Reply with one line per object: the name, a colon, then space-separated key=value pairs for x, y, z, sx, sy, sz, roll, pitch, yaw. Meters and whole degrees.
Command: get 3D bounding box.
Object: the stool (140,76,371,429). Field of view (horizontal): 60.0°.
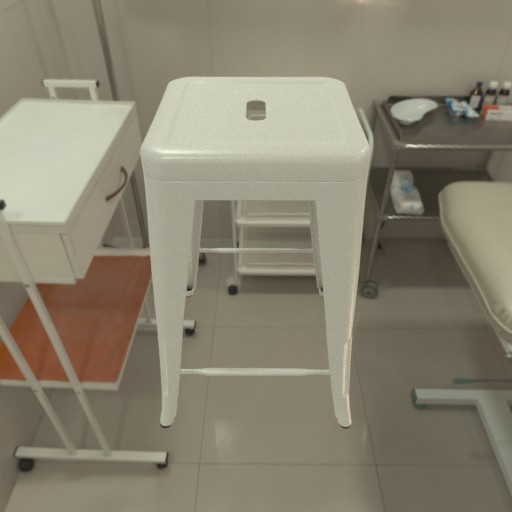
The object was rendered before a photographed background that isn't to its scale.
stool: x=0.000 y=0.000 z=0.886 sx=0.406 sy=0.610 sz=0.406 roll=0 pitch=41 yaw=0
